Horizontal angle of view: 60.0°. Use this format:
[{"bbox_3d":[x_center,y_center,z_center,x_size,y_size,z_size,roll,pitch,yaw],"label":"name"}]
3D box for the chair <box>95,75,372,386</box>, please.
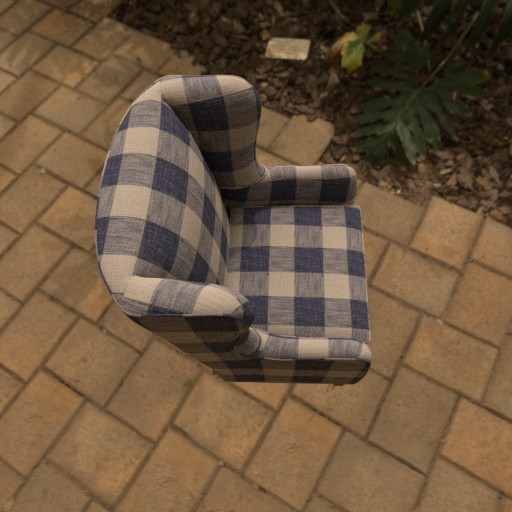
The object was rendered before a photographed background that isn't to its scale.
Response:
[{"bbox_3d":[0.000,0.000,1.710,0.889,1.041,0.830,2,64,1],"label":"chair"}]
